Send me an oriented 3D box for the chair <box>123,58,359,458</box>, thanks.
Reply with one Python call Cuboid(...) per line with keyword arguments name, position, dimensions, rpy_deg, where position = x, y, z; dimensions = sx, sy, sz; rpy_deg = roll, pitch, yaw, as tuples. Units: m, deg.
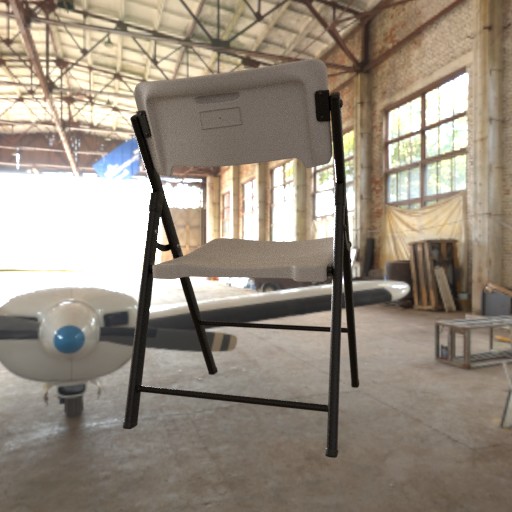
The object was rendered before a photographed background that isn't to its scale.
Cuboid(name="chair", position=(0.000, 0.000, 1.133), dimensions=(0.482, 0.765, 0.577), rpy_deg=(0, 0, 18))
